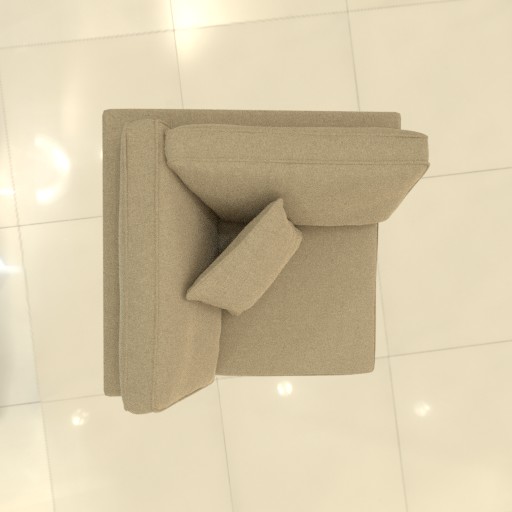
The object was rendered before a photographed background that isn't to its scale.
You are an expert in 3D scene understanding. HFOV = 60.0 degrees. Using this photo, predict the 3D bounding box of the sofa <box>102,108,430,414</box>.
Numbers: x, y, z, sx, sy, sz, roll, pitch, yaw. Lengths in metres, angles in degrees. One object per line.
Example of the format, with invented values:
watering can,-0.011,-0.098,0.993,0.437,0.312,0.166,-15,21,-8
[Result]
sofa,0.000,0.000,1.945,1.146,1.002,1.084,0,90,-2
